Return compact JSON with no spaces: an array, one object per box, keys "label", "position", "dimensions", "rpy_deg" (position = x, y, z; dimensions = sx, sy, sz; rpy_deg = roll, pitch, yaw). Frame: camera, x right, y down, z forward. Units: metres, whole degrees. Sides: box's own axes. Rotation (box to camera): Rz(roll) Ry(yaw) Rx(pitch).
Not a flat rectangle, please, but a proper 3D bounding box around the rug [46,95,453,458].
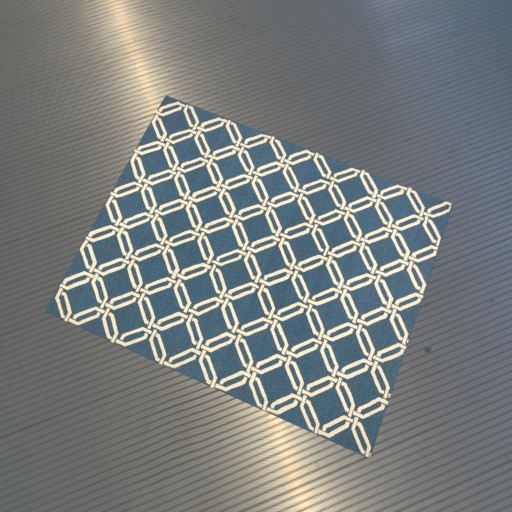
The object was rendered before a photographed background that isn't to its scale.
[{"label":"rug","position":[0.000,0.000,3.820],"dimensions":[2.867,0.020,2.277],"rpy_deg":[22,75,6]}]
